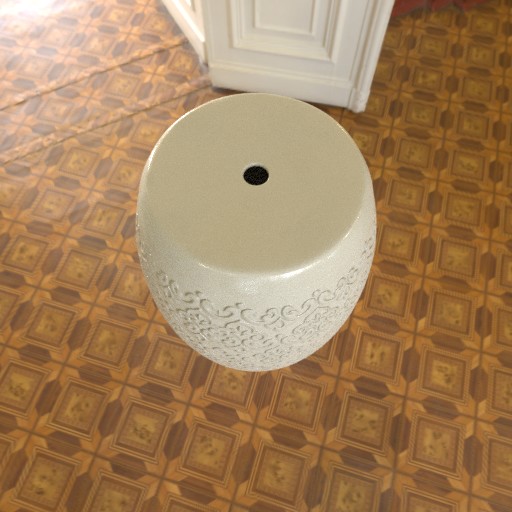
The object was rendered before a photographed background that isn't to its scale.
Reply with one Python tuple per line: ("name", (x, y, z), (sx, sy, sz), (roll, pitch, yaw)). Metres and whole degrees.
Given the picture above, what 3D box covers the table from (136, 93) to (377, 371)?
("table", (0.000, 0.000, 0.637), (0.309, 0.397, 0.309), (0, 64, 0))
